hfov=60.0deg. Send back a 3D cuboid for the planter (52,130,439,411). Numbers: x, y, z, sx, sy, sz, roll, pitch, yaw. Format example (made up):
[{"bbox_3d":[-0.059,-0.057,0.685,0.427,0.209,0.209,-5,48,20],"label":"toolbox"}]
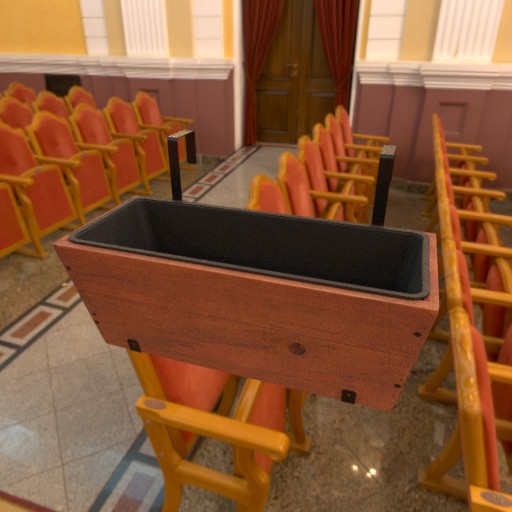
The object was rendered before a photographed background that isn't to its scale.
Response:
[{"bbox_3d":[0.000,0.000,0.644,0.480,0.289,0.262,9,29,17],"label":"planter"}]
